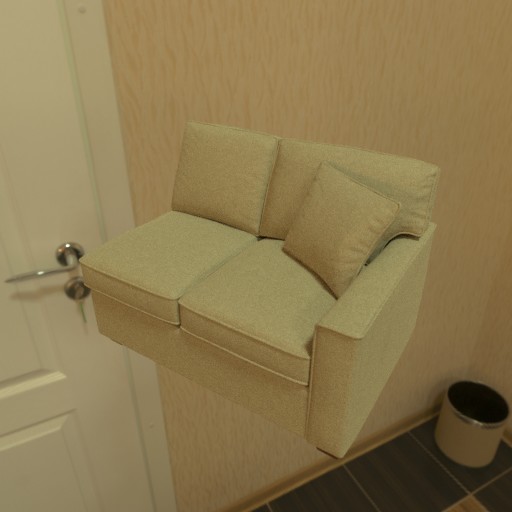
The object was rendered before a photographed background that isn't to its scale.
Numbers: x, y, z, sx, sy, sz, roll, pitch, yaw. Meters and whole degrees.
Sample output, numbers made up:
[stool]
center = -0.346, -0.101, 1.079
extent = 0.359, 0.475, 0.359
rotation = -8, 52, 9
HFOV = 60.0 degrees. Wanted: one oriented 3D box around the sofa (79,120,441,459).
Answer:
[sofa]
center = 0.000, 0.000, 2.085
extent = 1.388, 0.989, 0.991
rotation = 18, 34, 29
